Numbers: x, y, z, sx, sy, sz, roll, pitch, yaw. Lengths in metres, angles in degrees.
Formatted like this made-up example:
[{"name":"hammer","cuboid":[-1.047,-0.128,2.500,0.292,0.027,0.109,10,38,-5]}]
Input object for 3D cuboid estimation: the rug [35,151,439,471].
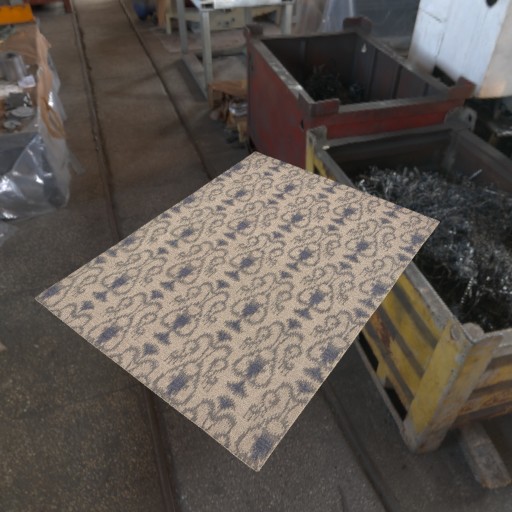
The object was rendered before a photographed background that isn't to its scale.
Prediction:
[{"name":"rug","cuboid":[0.000,0.000,4.261,2.437,0.015,3.205,27,49,26]}]
